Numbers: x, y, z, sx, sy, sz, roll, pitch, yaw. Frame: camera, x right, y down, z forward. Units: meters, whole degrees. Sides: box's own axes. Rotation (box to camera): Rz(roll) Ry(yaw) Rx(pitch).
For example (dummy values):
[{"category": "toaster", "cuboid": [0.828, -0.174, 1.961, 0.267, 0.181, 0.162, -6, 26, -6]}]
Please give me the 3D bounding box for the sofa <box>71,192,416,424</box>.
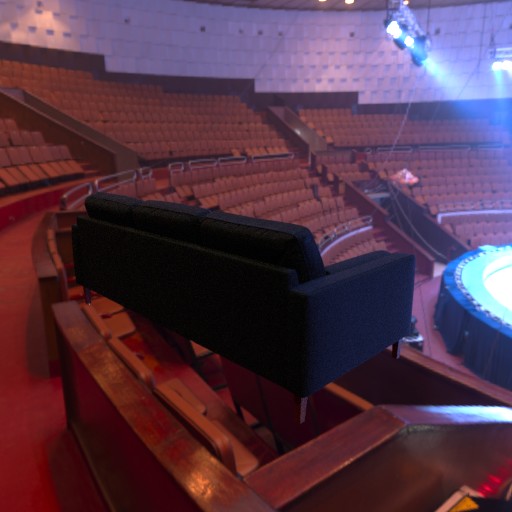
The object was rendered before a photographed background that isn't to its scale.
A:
[{"category": "sofa", "cuboid": [0.000, 0.000, 3.012, 1.613, 0.841, 2.185, -14, 20, -43]}]
